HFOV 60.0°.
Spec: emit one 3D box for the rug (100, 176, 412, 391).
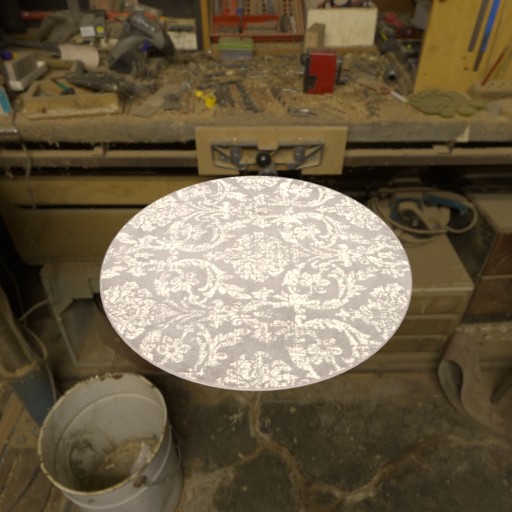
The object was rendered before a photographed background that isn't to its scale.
[{"bbox_3d":[0.000,0.000,2.335,1.593,0.012,1.593,0,42,0],"label":"rug"}]
